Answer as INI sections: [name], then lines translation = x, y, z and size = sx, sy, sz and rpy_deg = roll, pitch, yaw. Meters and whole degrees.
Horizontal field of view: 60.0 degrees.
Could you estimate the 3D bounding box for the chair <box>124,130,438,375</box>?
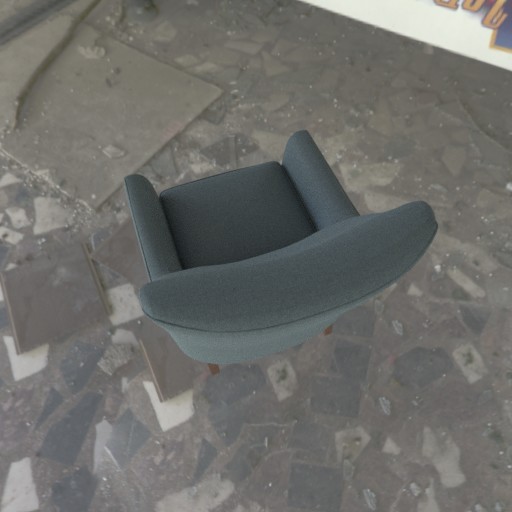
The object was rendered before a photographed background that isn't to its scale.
[chair]
translation = 0.000, 0.000, 1.563
size = 0.756, 0.916, 0.879
rpy_deg = -17, 60, -10
